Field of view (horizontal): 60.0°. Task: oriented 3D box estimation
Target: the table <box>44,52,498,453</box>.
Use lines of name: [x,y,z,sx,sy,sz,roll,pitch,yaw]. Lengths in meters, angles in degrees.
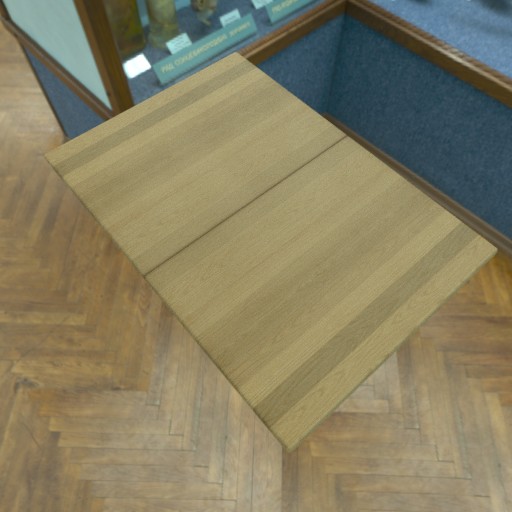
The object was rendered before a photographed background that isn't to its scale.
table: [0.000,0.000,1.821,0.900,0.770,1.300,-37,66,-19]
